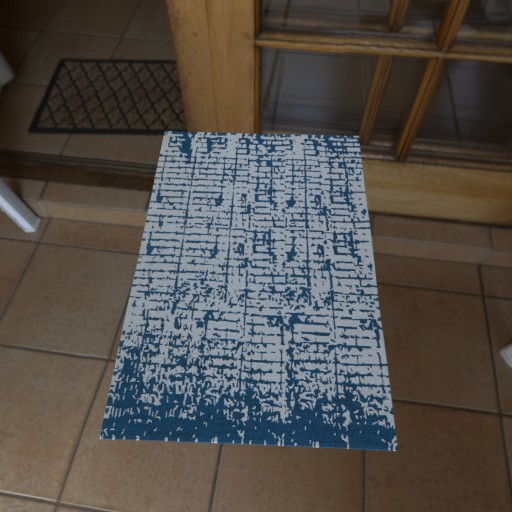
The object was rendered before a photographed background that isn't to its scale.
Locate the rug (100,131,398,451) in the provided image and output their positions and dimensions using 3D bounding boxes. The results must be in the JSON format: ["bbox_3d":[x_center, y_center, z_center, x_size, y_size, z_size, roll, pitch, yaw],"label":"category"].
[{"bbox_3d":[0.000,0.000,2.299,1.220,0.007,1.828,2,58,1],"label":"rug"}]
